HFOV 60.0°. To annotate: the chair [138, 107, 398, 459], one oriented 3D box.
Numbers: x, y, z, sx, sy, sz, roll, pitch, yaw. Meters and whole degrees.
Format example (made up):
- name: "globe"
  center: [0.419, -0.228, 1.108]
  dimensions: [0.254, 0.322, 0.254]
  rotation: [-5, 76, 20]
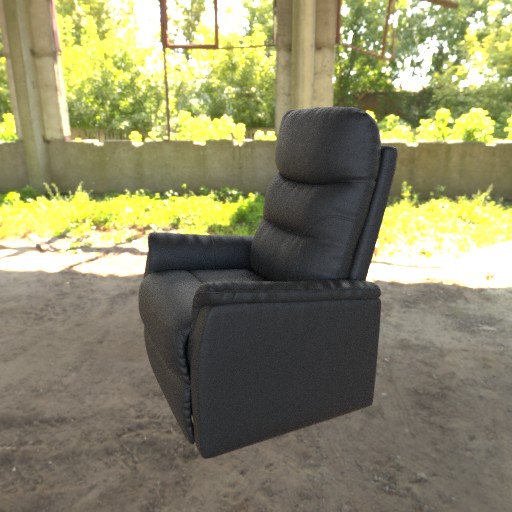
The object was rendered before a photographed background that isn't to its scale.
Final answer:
- name: "chair"
  center: [0.000, 0.000, 1.683]
  dimensions: [0.831, 1.082, 0.775]
  rotation: [-7, 18, -24]
